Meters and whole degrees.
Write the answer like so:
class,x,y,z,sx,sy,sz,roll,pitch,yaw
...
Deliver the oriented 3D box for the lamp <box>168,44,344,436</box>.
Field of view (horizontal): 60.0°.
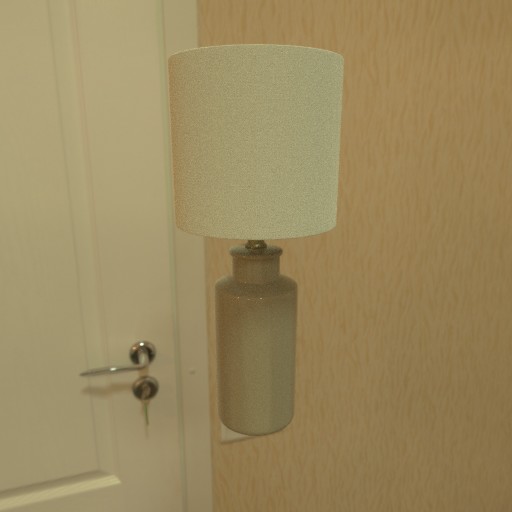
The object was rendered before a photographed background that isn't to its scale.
class,x,y,z,sx,sy,sz,roll,pitch,yaw
lamp,0.000,0.000,0.607,0.212,0.493,0.212,14,20,41
